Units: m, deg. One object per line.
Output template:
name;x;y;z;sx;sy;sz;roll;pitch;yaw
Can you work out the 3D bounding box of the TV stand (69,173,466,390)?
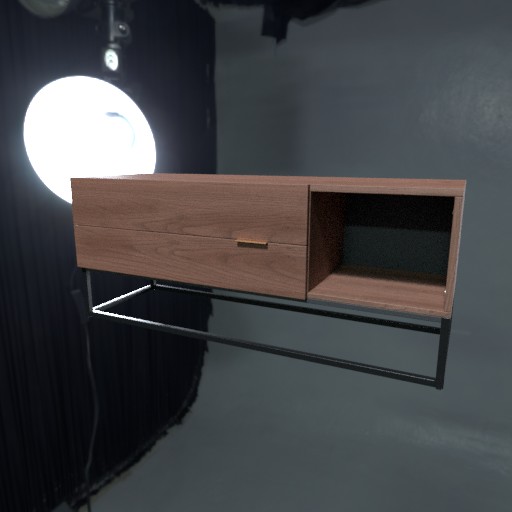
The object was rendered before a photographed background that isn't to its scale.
TV stand;0.000;0.000;1.455;1.200;0.500;0.415;6;14;25
